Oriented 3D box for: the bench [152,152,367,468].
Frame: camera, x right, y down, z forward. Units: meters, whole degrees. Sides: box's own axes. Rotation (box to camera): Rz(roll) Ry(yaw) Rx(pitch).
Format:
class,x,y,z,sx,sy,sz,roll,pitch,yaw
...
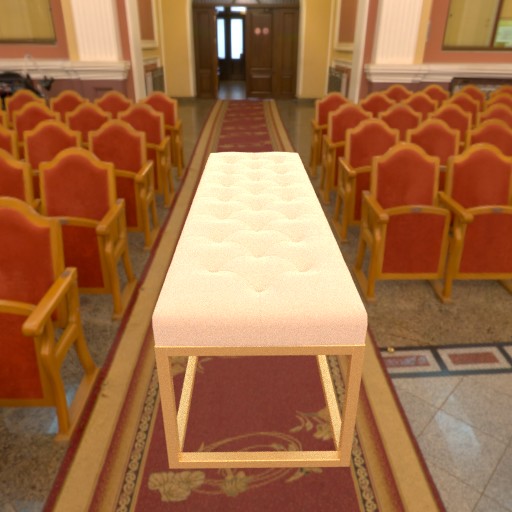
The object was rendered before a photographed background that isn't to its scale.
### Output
class,x,y,z,sx,sy,sz,roll,pitch,yaw
bench,0.000,0.000,1.680,0.457,0.484,1.473,0,26,-1
